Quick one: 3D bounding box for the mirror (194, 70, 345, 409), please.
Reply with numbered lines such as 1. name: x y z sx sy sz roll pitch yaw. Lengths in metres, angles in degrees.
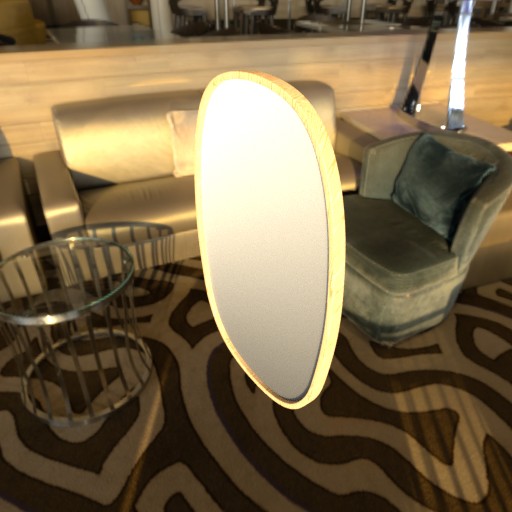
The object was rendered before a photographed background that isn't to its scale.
1. mirror: 0.000 0.000 1.388 0.037 1.075 0.724 -20 37 -29
